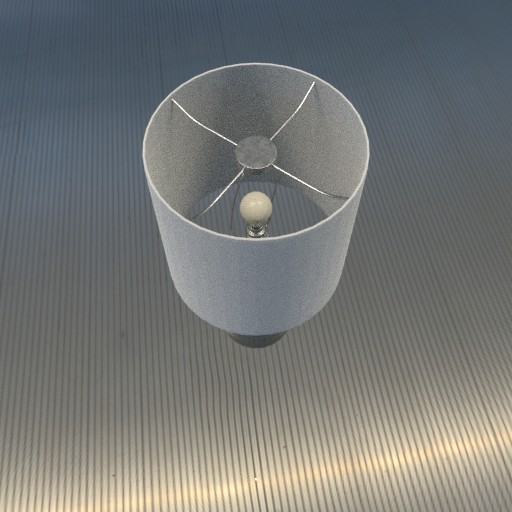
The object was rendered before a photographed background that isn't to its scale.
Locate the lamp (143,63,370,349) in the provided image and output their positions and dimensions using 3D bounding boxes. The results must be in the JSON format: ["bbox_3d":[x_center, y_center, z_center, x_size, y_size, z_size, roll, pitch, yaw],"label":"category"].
[{"bbox_3d":[0.000,0.000,0.486,0.186,0.369,0.186,0,63,0],"label":"lamp"}]
